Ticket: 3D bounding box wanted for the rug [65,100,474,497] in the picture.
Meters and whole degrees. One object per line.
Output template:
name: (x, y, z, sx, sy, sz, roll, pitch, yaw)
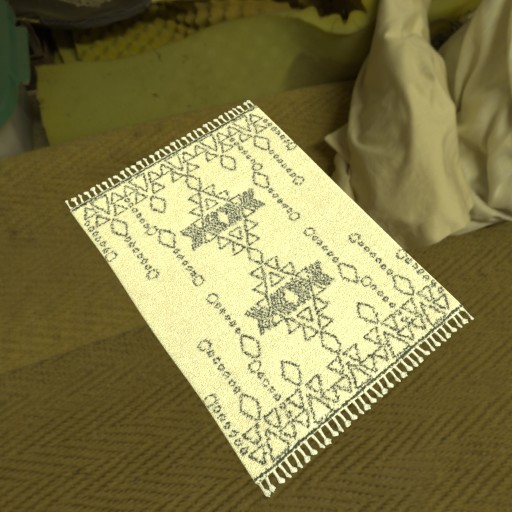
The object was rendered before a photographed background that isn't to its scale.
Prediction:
rug: (0.000, 0.000, 3.816, 2.125, 0.028, 3.027, -34, 68, -16)
